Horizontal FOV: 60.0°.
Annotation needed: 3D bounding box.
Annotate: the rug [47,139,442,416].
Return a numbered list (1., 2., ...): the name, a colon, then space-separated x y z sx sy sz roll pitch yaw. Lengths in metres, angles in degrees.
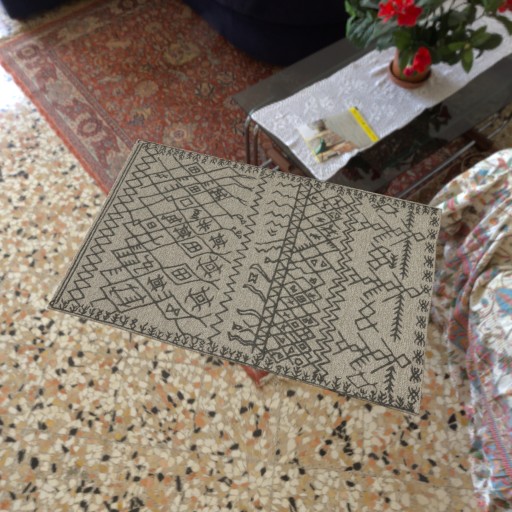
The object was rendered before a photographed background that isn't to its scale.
1. rug: 0.000 0.000 4.872 3.824 0.019 2.393 14 63 7
